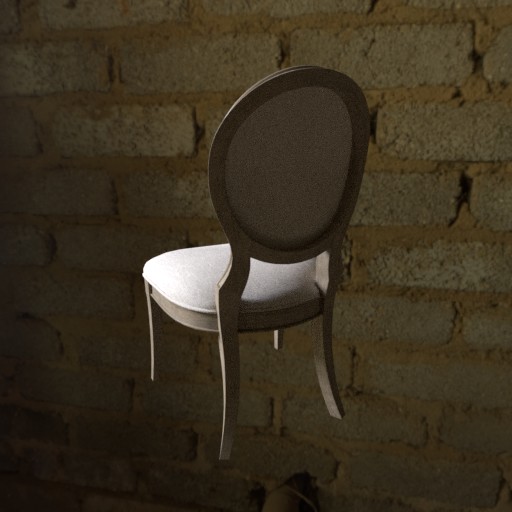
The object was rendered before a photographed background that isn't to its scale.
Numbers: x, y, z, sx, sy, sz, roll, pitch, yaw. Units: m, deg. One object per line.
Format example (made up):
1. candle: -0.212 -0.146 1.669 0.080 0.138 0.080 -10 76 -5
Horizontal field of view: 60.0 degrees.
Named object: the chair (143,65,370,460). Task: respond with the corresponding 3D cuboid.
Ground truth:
1. chair: 0.000 0.000 1.320 0.558 0.990 0.602 -8 17 -26
